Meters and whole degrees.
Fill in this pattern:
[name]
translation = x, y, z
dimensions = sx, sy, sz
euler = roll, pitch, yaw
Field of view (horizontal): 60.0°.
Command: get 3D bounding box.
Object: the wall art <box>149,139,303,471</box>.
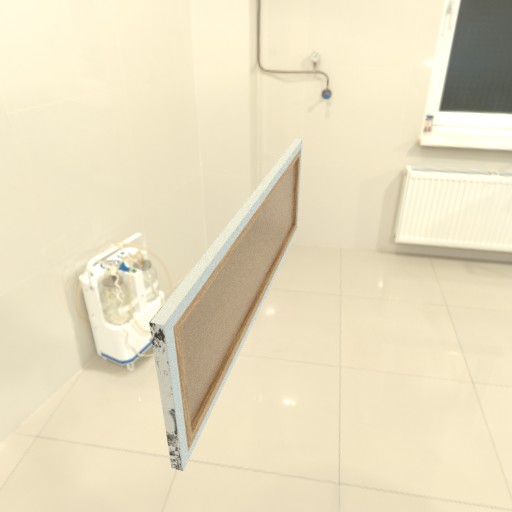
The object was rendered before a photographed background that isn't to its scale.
[wall art]
translation = 0.000, 0.000, 1.717
dimensions = 0.039, 0.507, 1.520
euler = 8, 31, 14
